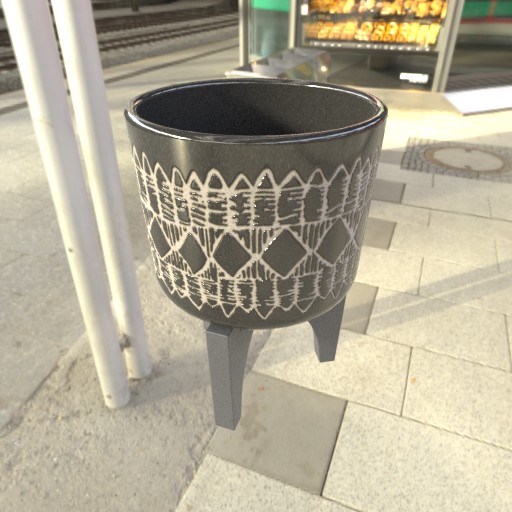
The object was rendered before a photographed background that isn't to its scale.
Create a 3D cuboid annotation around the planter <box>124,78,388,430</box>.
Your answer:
[{"bbox_3d":[0.000,0.000,0.523,0.251,0.355,0.251,11,33,17],"label":"planter"}]
